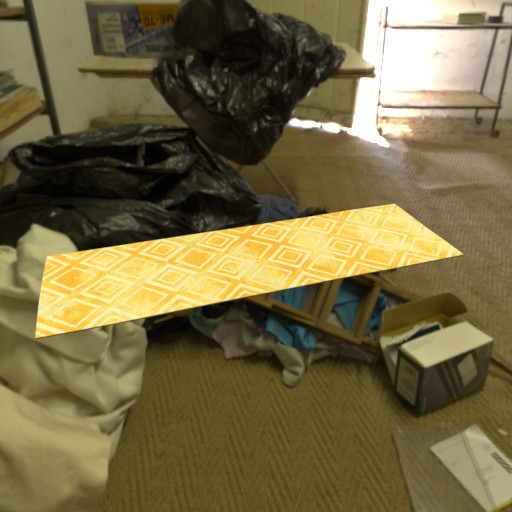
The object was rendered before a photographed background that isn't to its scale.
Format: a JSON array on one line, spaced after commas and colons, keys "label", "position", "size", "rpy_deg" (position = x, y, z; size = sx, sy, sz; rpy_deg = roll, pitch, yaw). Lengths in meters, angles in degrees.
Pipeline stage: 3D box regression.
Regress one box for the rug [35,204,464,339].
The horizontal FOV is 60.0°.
[{"label": "rug", "position": [0.000, 0.000, 2.702], "size": [2.438, 0.010, 0.775], "rpy_deg": [-10, 33, -15]}]
